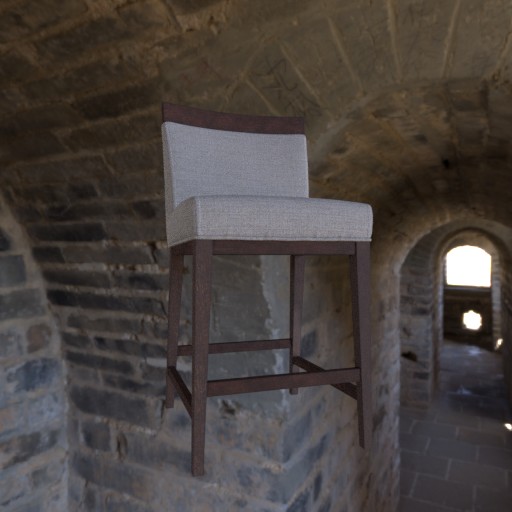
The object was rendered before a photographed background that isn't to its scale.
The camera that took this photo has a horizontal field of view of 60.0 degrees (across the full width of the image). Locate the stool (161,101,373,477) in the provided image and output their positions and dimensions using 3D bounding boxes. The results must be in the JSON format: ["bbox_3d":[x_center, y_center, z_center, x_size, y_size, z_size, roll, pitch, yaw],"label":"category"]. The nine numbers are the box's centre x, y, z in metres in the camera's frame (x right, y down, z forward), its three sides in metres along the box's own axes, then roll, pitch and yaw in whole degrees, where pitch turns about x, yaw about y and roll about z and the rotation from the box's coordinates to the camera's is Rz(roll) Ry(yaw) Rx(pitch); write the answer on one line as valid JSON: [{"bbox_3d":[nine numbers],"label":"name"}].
[{"bbox_3d":[0.000,0.000,1.333,0.512,1.009,0.531,0,0,-19],"label":"stool"}]
